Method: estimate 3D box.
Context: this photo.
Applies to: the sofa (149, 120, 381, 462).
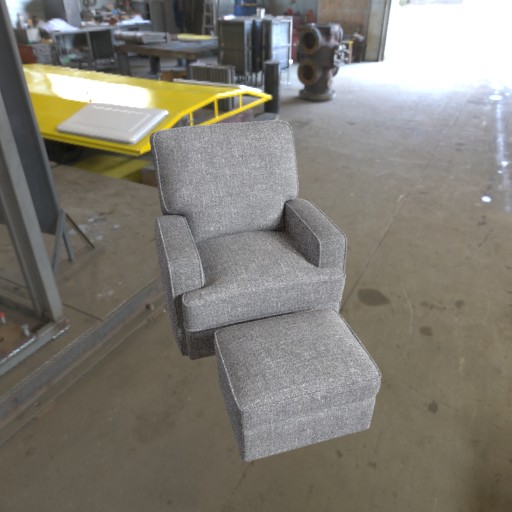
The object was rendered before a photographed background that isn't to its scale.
[{"bbox_3d":[0.000,0.000,2.076,0.861,0.959,1.472,-9,33,-14],"label":"sofa"}]
